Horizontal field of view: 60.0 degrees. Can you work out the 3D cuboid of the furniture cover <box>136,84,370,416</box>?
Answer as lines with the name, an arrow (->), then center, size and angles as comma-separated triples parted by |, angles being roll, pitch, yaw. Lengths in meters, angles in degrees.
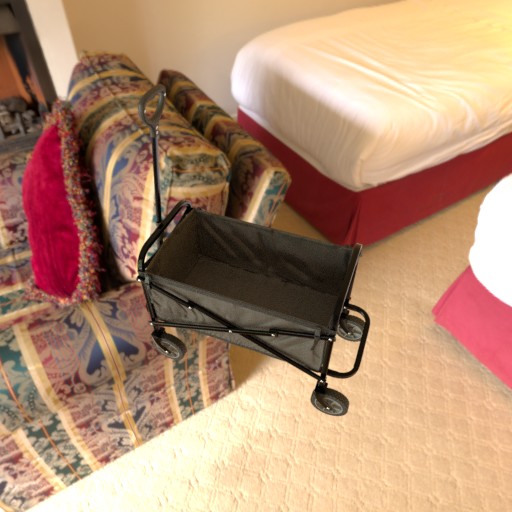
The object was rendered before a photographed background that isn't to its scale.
furniture cover -> 0.000, 0.000, 1.829 | 1.038, 1.295, 0.532 | 15, 47, 15
